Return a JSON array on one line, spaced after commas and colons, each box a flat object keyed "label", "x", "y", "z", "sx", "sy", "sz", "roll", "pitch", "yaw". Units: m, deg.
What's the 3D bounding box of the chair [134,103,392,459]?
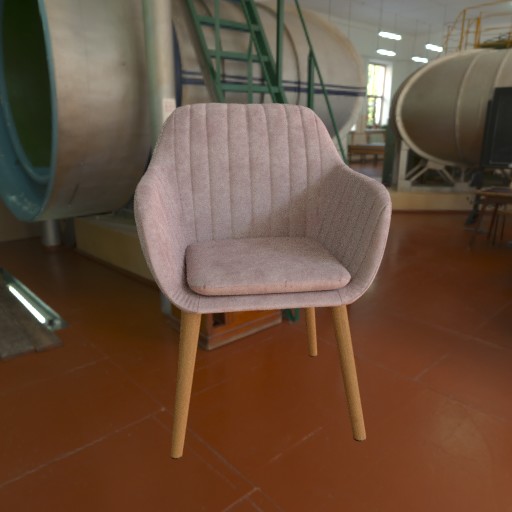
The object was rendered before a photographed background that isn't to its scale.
[{"label": "chair", "x": 0.000, "y": 0.000, "z": 1.241, "sx": 0.610, "sy": 0.832, "sz": 0.570, "roll": -2, "pitch": 17, "yaw": -8}]
